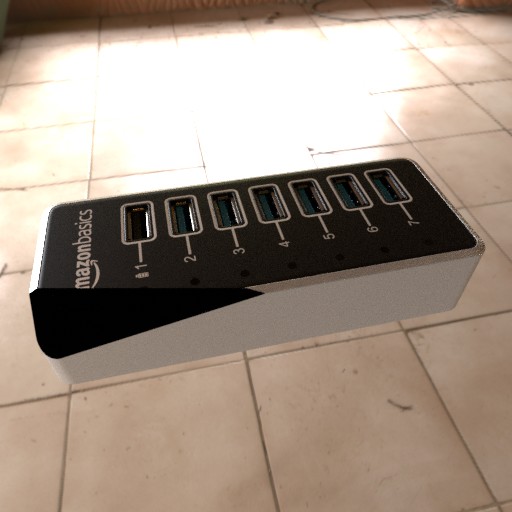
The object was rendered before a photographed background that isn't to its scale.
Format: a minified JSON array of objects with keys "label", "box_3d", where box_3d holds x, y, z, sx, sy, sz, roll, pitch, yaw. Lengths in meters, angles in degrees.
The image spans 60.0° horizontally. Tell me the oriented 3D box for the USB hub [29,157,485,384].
[{"label":"USB hub","box_3d":[0.000,0.000,0.123,0.110,0.023,0.044,-9,47,-9]}]
